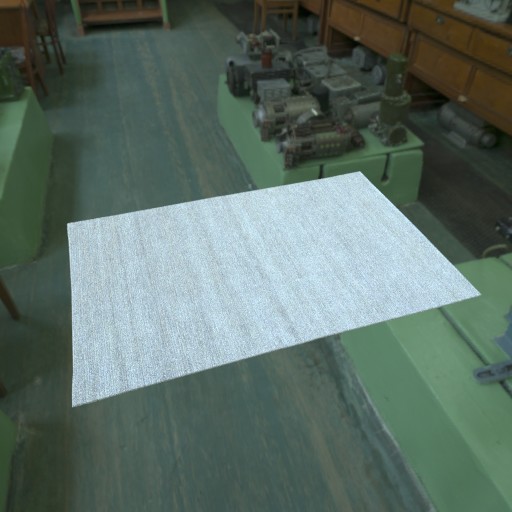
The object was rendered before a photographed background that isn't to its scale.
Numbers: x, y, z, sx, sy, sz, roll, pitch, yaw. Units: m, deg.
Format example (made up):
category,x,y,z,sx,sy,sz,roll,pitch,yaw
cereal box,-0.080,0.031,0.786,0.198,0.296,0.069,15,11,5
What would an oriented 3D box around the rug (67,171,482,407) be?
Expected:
category,x,y,z,sx,sy,sz,roll,pitch,yaw
rug,0.000,0.000,2.252,1.820,0.022,1.179,-12,42,-14
